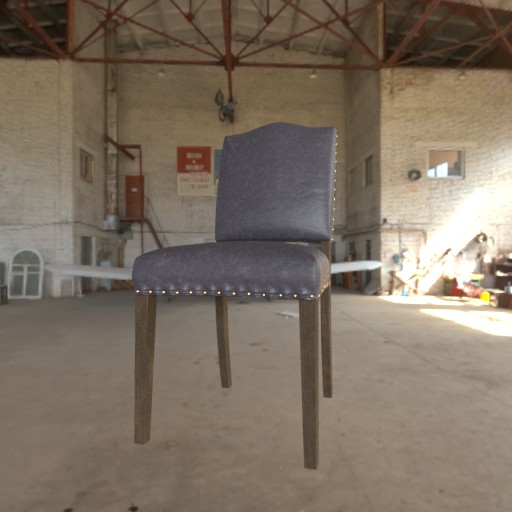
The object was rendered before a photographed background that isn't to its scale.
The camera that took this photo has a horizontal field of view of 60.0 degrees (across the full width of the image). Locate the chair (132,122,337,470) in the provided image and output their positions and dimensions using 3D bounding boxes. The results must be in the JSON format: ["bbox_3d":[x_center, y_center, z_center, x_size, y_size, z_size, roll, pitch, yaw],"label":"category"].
[{"bbox_3d":[0.000,0.000,1.390,0.500,0.991,0.633,0,0,17],"label":"chair"}]
